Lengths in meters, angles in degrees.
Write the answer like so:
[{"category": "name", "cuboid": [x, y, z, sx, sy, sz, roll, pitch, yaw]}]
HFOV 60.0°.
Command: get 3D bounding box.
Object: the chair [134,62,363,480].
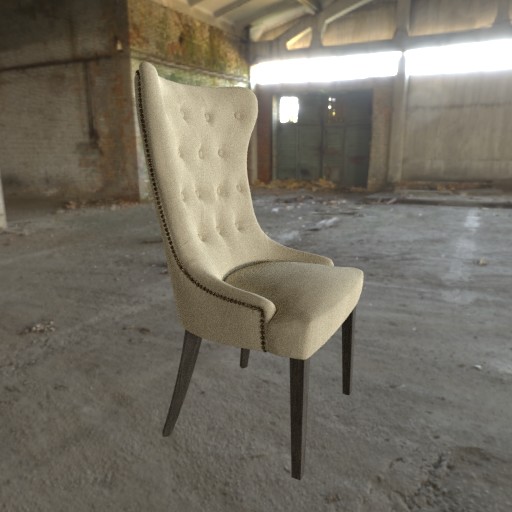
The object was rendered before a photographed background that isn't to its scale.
[{"category": "chair", "cuboid": [0.000, 0.000, 1.367, 0.590, 1.065, 0.584, 7, 15, 26]}]
